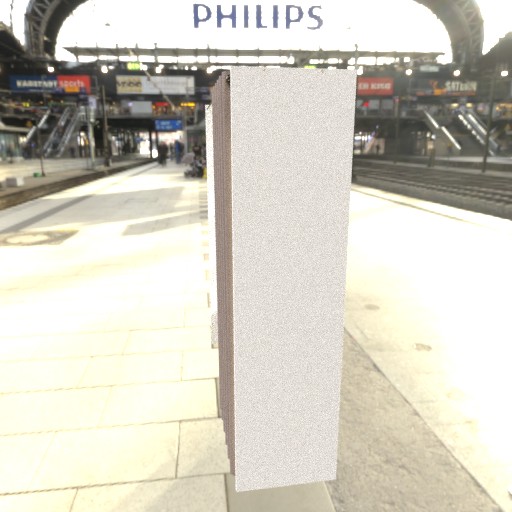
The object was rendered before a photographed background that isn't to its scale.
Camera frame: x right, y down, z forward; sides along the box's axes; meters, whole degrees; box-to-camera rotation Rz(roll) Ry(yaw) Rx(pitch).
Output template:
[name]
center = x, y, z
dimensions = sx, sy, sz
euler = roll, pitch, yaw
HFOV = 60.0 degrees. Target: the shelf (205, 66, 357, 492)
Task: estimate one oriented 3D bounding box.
[shelf]
center = 0.000, 0.000, 2.612
dimensions = 0.500, 1.820, 1.600
euler = -2, 14, -9
